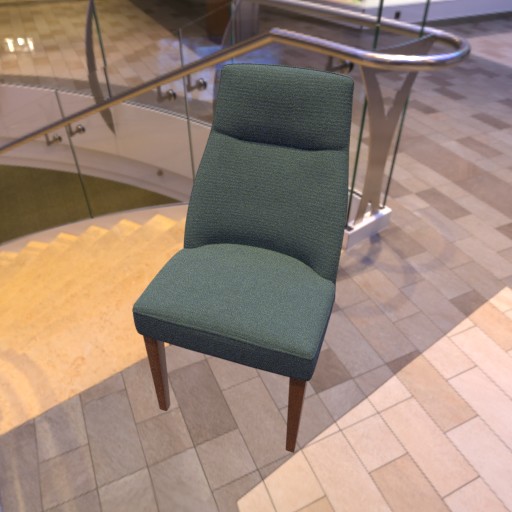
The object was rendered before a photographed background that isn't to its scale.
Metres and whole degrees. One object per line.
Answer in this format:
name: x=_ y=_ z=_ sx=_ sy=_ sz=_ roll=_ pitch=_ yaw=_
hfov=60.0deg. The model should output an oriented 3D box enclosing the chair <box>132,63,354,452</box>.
chair: x=0.000 y=0.000 z=1.314 sx=0.500 sy=0.930 sz=0.620 roll=12 pitch=41 yaw=14
